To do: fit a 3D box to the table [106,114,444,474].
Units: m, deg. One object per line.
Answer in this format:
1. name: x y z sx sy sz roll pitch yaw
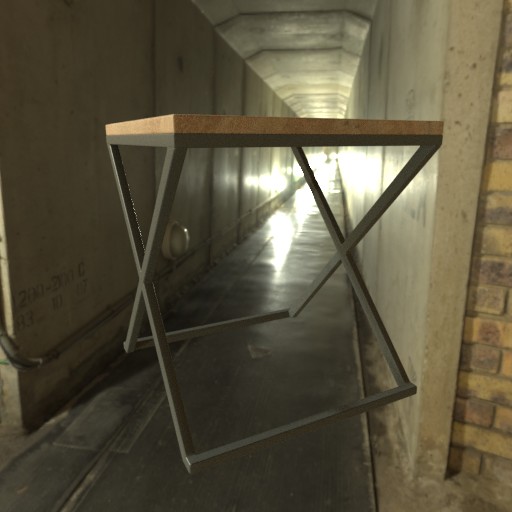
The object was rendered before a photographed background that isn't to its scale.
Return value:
1. table: 0.000 0.000 0.956 0.499 0.550 0.498 -8 17 -27
